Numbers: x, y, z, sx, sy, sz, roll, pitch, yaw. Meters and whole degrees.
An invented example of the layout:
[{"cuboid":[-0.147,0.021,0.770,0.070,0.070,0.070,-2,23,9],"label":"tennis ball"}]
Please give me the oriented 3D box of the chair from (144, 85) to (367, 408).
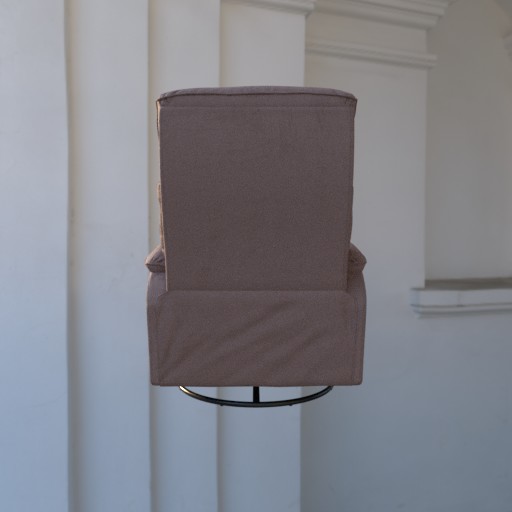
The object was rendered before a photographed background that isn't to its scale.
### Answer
[{"cuboid":[0.000,0.000,1.776,0.820,1.037,1.004,0,1,0],"label":"chair"}]
